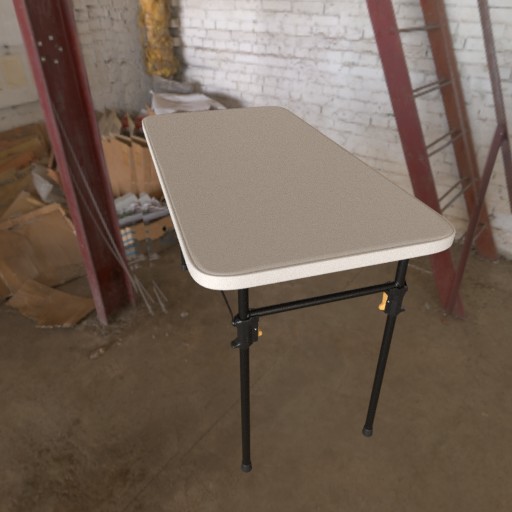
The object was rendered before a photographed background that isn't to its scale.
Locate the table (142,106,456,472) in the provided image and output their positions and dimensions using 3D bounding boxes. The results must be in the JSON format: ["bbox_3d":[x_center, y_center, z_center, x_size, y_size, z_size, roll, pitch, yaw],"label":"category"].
[{"bbox_3d":[0.000,0.000,1.577,0.610,0.729,1.219,-9,33,-14],"label":"table"}]
